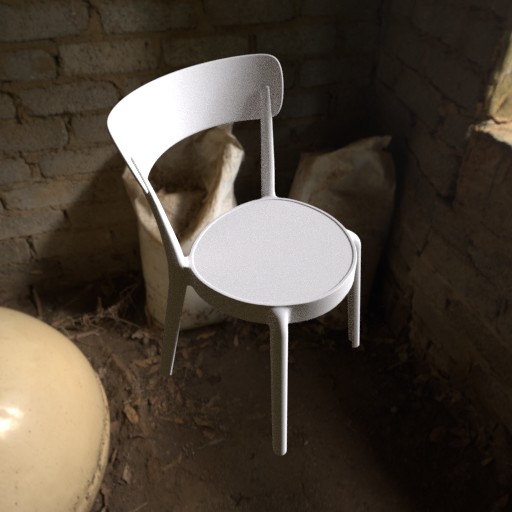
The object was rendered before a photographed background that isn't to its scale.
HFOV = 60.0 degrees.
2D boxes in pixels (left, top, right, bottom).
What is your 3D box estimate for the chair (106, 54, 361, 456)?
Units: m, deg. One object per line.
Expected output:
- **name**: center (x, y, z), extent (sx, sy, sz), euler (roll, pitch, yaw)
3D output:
- **chair**: center (0.000, 0.000, 1.104), extent (0.491, 0.790, 0.506), euler (26, 47, 26)
